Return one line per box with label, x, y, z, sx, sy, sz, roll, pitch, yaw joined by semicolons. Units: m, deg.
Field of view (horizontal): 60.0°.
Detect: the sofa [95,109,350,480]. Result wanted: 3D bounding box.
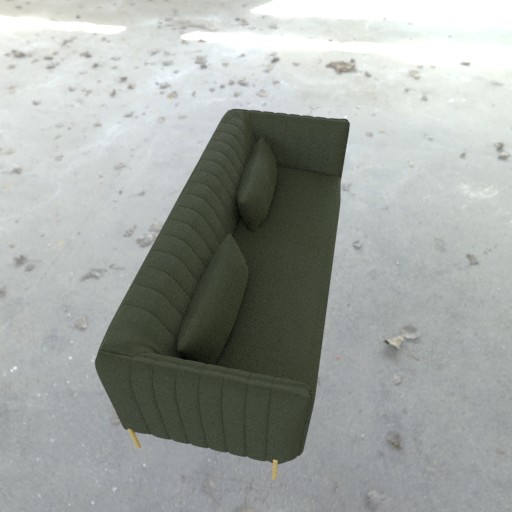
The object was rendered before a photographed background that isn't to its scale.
sofa;0.000;0.000;2.590;0.896;0.793;2.137;9;46;9
